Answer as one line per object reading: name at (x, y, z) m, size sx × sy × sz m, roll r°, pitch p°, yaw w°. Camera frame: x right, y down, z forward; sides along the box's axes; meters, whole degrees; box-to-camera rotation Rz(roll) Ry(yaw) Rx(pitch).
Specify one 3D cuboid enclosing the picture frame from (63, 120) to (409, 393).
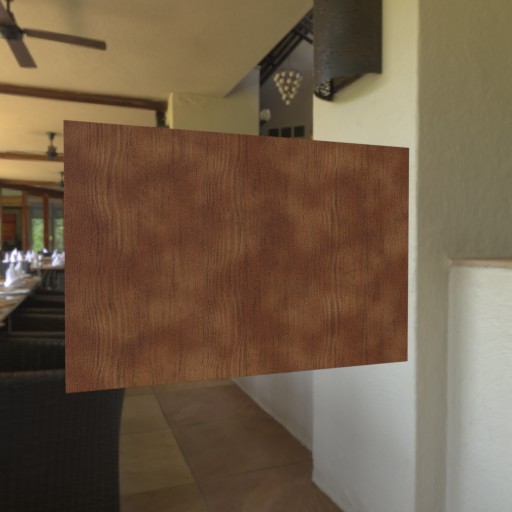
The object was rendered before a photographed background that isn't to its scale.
picture frame at (0.000, 0.000, 1.197) m, size 0.950 × 0.640 × 0.029 m, roll 0°, pitch 1°, yaw -18°
